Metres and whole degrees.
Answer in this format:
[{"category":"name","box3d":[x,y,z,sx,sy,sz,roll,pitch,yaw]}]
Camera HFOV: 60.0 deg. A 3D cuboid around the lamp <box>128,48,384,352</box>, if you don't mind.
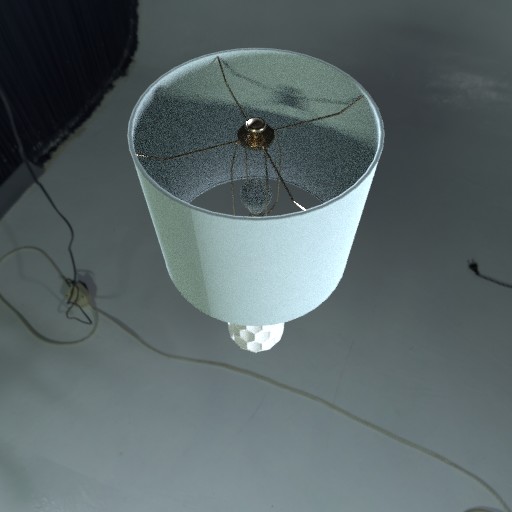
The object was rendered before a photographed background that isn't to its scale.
[{"category":"lamp","box3d":[0.000,0.000,0.706,0.277,0.534,0.277,15,58,10]}]
